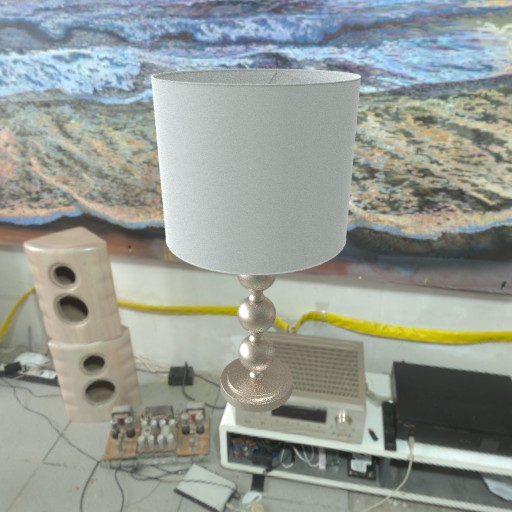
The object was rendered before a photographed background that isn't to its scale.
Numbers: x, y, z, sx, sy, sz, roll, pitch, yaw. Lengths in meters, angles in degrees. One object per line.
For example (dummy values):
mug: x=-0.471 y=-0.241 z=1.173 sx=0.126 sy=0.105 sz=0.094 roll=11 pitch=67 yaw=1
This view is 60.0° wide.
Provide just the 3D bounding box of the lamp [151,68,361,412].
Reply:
lamp: x=0.000 y=0.000 z=0.709 sx=0.277 sy=0.538 sz=0.277 roll=-9 pitch=27 yaw=-17
